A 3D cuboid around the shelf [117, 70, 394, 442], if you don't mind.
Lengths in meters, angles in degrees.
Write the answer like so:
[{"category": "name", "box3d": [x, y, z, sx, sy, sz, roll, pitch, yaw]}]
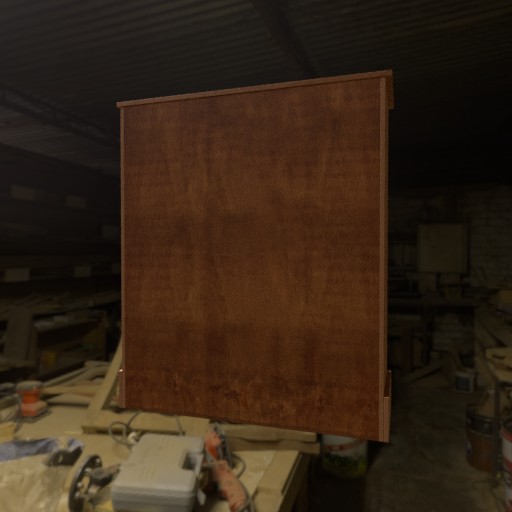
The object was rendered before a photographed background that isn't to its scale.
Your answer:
[{"category": "shelf", "box3d": [0.000, 0.000, 1.432, 0.840, 0.980, 0.291, 0, 1, 18]}]
